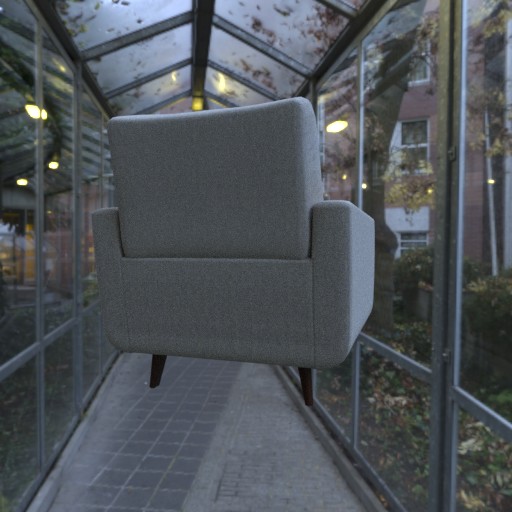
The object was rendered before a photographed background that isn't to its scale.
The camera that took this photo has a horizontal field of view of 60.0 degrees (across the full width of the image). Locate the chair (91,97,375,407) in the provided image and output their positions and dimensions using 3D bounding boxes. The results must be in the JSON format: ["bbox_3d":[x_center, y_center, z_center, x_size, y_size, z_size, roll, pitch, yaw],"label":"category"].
[{"bbox_3d":[0.000,0.000,1.843,0.897,0.965,1.128,0,1,18],"label":"chair"}]
